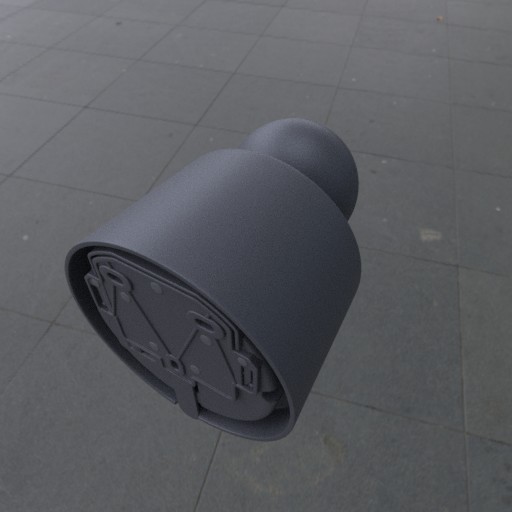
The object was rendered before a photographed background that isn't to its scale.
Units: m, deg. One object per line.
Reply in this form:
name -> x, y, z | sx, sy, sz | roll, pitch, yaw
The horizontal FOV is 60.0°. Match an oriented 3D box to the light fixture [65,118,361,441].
light fixture -> 0.000, 0.000, 0.264 | 0.134, 0.143, 0.160 | 23, 51, 21
